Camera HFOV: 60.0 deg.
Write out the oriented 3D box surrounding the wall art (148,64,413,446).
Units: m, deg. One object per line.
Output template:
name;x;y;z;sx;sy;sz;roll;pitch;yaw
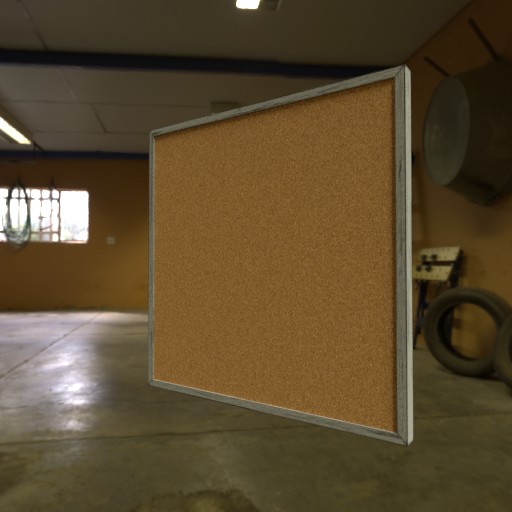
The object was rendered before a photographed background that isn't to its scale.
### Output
wall art;0.000;0.000;1.117;0.761;0.761;0.037;-1;-1;35
